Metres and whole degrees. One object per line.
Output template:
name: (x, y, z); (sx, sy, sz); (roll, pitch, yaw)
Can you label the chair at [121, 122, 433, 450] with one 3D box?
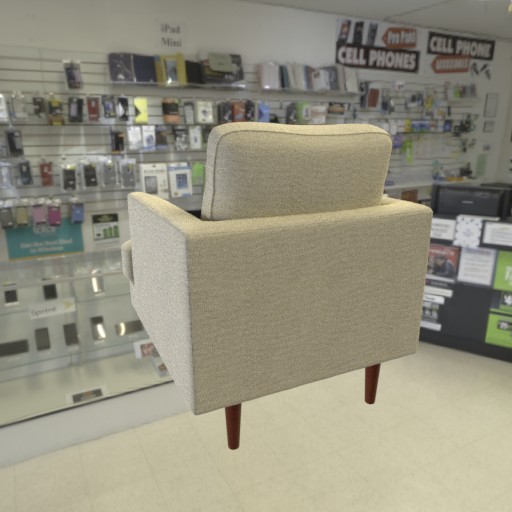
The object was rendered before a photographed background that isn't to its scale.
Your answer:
chair: (0.000, 0.000, 1.664); (0.858, 0.957, 0.899); (-8, 18, -25)
